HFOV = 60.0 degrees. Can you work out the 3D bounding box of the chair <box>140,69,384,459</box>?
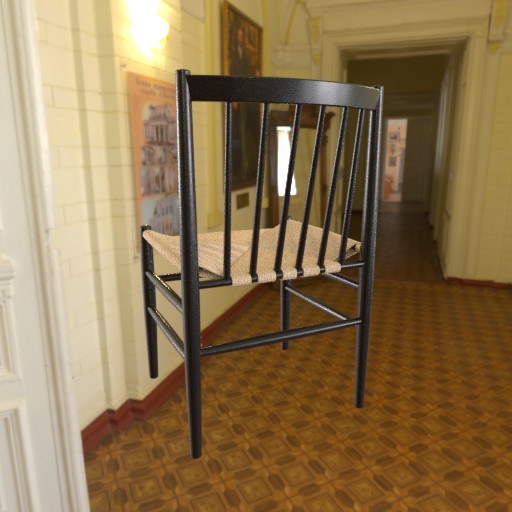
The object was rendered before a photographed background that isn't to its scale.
[{"bbox_3d":[0.000,0.000,1.147,0.495,0.818,0.516,-6,14,-25],"label":"chair"}]
